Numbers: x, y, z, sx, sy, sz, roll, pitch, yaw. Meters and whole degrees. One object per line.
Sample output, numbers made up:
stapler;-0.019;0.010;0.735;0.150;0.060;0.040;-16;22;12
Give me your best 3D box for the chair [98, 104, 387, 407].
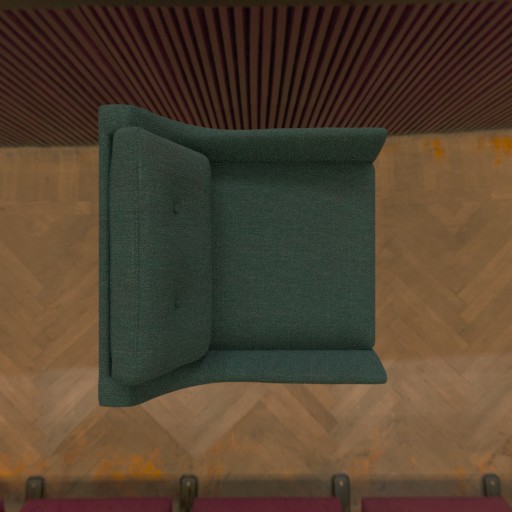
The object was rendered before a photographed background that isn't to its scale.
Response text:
chair;0.000;0.000;1.524;0.849;0.828;0.847;0;90;0
